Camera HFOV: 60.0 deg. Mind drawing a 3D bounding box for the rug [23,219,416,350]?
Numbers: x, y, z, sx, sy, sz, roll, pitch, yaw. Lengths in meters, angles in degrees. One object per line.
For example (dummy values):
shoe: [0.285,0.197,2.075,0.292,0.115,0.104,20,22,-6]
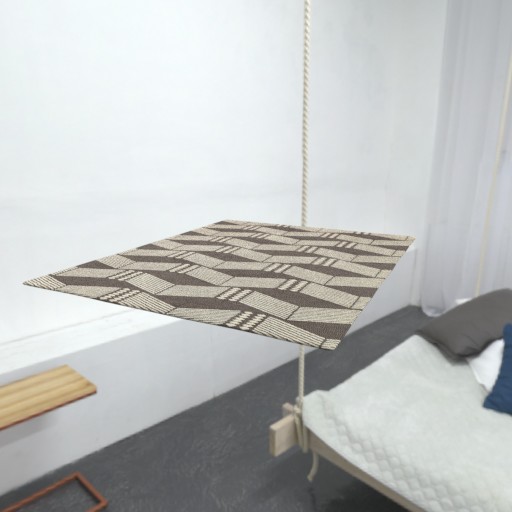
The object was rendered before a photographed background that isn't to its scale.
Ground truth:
rug: [0.000,0.000,4.126,2.438,0.016,3.048,7,16,26]
